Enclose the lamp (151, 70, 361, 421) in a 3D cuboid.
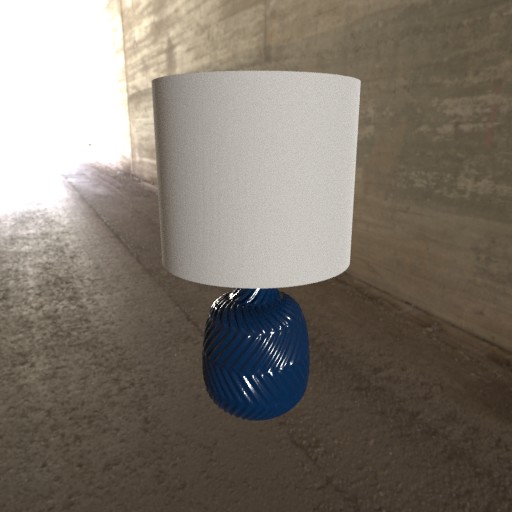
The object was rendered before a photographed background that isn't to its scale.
[{"bbox_3d":[0.000,0.000,0.489,0.203,0.368,0.203,8,18,26],"label":"lamp"}]
